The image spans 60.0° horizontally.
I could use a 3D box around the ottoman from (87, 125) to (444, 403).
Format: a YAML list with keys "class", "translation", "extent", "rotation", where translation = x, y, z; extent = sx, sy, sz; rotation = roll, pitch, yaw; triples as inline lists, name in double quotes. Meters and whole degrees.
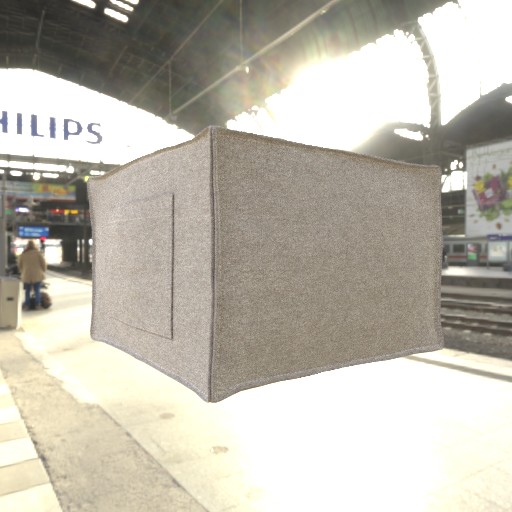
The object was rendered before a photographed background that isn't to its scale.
- class: "ottoman"
  translation: [0.000, 0.000, 1.165]
  extent: [0.696, 0.470, 0.707]
  rotation: [0, 0, -37]
